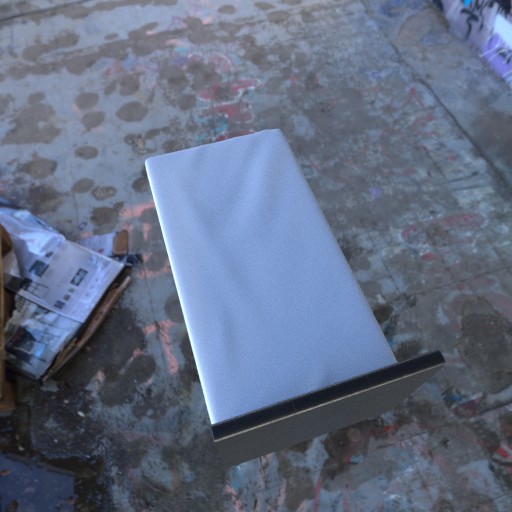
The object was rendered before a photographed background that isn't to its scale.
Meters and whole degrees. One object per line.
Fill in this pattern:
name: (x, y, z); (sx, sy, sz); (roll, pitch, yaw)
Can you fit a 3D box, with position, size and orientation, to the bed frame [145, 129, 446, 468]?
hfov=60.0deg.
bed frame: (0.000, 0.000, 2.593); (1.038, 1.046, 2.152); (-15, 60, -9)
